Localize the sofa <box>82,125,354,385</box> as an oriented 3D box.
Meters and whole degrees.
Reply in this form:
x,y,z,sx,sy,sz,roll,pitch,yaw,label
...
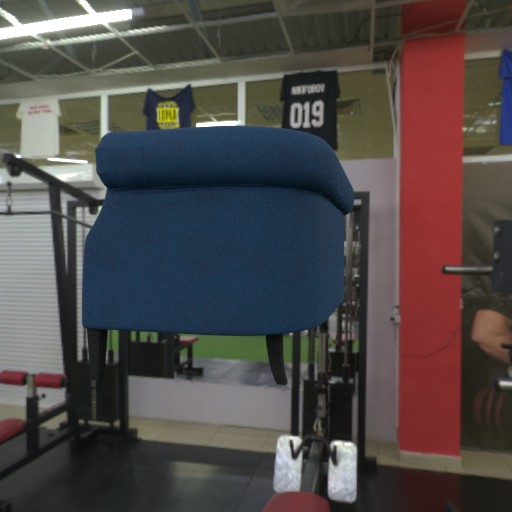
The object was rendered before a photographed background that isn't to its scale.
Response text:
x,y,z,sx,sy,sz,roll,pitch,yaw,label
0.000,0.000,2.043,0.835,0.827,1.558,0,0,16,sofa
